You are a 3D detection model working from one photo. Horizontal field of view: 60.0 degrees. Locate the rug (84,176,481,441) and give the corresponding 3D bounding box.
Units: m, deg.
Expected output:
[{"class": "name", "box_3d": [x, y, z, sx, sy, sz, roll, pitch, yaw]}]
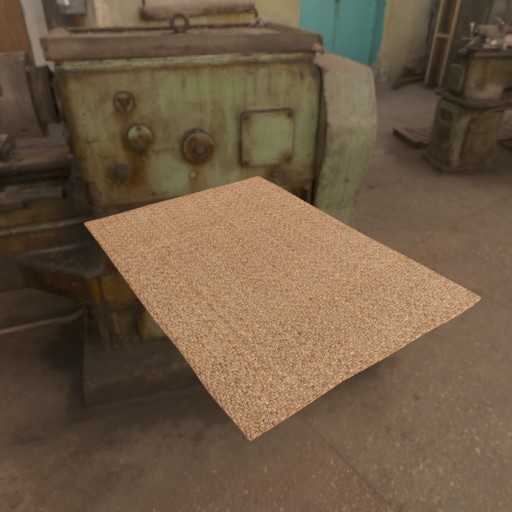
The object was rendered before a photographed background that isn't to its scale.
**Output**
[{"class": "rug", "box_3d": [0.000, 0.000, 2.775, 1.566, 0.013, 2.141, -20, 37, -29]}]
